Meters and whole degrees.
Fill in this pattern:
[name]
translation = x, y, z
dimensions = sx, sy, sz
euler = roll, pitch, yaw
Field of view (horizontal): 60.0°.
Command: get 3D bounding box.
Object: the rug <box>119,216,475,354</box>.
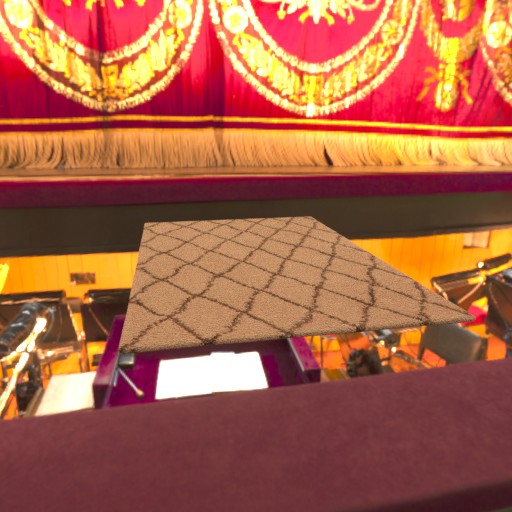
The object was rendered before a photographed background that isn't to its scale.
[rug]
translation = 0.000, 0.000, 3.405
dimensions = 1.778, 0.030, 2.743
euler = -3, 16, -11
